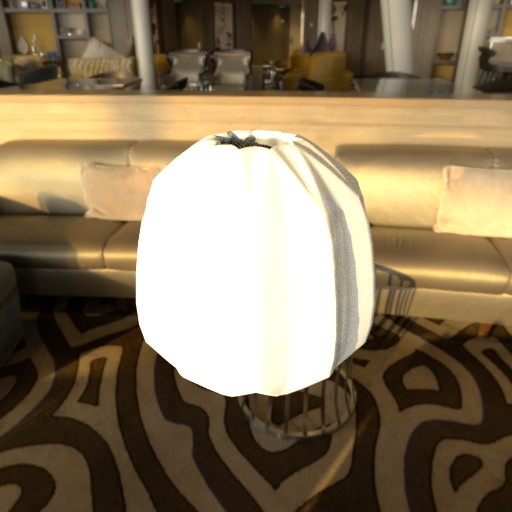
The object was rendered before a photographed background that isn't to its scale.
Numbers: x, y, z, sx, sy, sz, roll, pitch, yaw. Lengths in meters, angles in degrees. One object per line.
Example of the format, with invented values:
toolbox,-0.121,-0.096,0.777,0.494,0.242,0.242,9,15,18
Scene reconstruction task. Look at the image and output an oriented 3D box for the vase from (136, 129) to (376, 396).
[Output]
vase,0.000,0.000,0.256,0.139,0.134,0.139,0,26,0
